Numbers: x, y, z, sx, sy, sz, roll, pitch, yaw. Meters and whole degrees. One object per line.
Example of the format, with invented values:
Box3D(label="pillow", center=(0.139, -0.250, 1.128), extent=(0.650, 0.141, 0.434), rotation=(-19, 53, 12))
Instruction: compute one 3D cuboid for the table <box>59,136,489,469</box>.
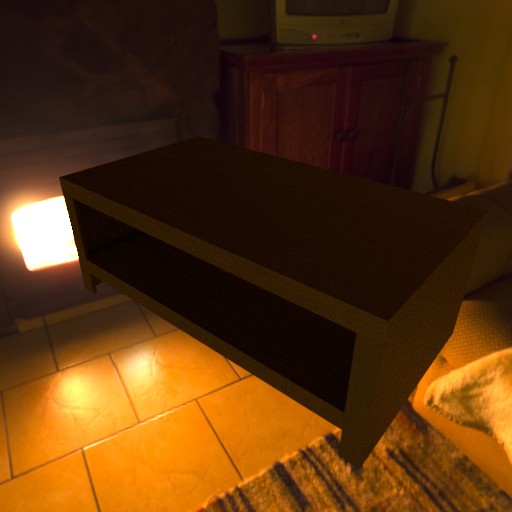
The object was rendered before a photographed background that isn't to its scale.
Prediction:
Box3D(label="table", center=(0.000, 0.000, 1.380), extent=(1.099, 0.424, 0.597), rotation=(23, 38, 33))
